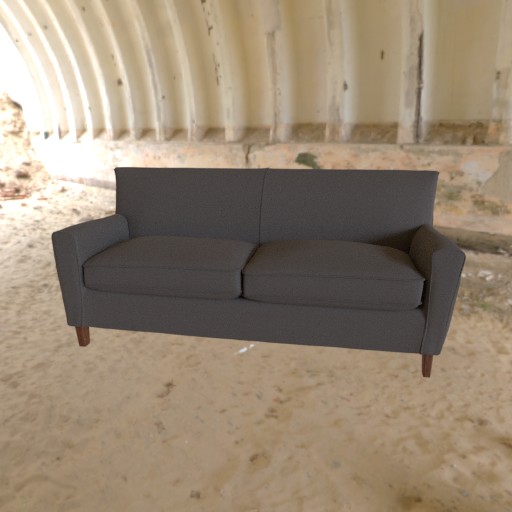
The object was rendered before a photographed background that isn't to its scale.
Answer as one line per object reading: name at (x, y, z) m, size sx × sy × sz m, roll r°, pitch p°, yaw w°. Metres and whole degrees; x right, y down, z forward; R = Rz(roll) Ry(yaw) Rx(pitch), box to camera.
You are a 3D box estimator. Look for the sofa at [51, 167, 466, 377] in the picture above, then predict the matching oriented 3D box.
sofa at (0.000, 0.000, 2.467) m, size 2.002 × 0.907 × 0.843 m, roll 3°, pitch 16°, yaw 10°
